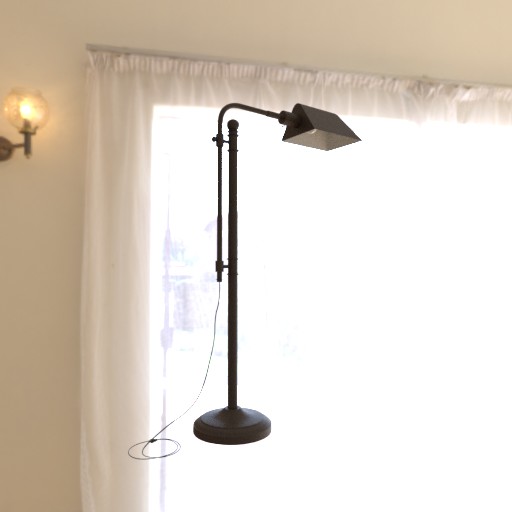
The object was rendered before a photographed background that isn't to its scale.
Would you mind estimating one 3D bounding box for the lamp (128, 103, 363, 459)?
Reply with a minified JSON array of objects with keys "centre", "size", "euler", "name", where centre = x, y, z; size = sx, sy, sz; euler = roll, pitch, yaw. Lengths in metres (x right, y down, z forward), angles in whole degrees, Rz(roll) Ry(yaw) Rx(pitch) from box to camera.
[{"centre":[0.000,0.000,0.943],"size":[0.545,0.708,0.159],"euler":[1,-2,-36],"name":"lamp"}]
